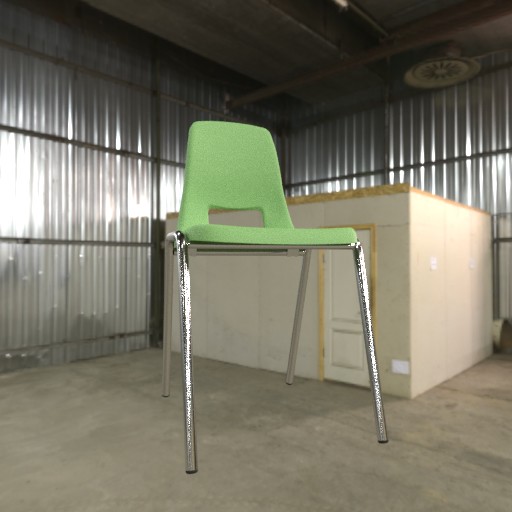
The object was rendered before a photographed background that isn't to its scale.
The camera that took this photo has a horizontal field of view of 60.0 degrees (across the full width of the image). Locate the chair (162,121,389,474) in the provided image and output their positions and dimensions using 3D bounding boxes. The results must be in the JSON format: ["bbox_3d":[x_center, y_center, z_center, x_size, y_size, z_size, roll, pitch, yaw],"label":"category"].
[{"bbox_3d":[0.000,0.000,0.969,0.381,0.704,0.436,0,0,-19],"label":"chair"}]
